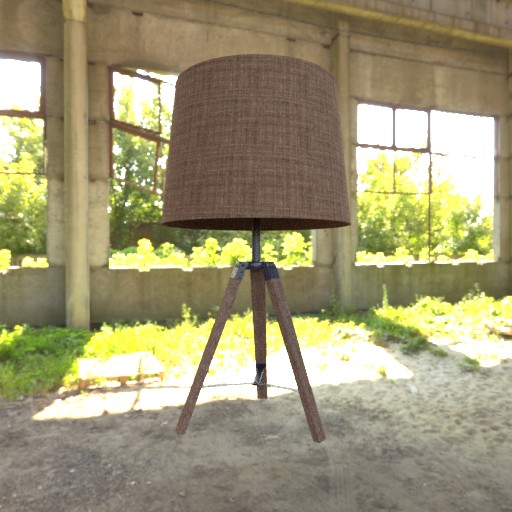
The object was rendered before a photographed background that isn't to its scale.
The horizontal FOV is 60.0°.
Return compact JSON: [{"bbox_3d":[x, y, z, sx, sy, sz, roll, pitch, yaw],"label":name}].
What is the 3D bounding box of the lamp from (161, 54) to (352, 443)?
[{"bbox_3d":[0.000,0.000,0.688,0.290,0.514,0.290,0,0,0],"label":"lamp"}]
